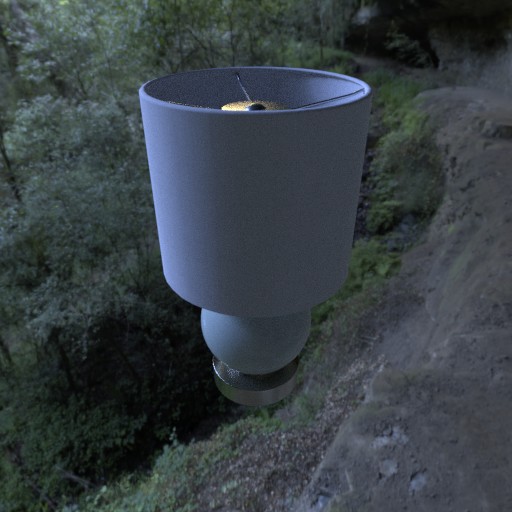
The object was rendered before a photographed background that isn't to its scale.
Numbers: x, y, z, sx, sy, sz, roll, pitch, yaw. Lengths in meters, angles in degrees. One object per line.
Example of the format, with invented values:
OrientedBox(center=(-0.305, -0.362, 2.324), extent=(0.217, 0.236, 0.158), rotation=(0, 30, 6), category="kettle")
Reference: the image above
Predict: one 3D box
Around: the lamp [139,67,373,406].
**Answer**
OrientedBox(center=(0.000, 0.000, 0.480), extent=(0.201, 0.353, 0.201), rotation=(-21, 37, -30), category="lamp")
